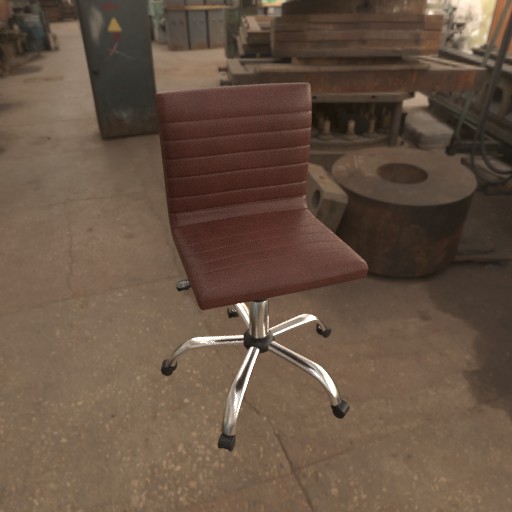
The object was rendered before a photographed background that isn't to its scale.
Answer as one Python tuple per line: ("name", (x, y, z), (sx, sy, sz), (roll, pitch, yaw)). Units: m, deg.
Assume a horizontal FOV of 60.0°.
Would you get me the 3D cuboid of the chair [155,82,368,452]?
("chair", (0.000, 0.000, 1.142), (0.556, 0.780, 0.530), (-10, 33, -16))
